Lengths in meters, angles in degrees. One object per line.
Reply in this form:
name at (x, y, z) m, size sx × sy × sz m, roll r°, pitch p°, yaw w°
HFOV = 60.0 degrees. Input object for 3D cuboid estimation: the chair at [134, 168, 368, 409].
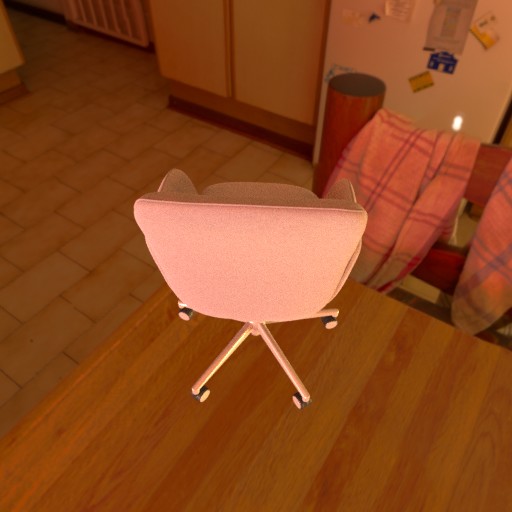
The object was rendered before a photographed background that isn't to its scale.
chair at (0.000, 0.000, 1.416) m, size 0.648 × 0.959 × 0.654 m, roll 3°, pitch 47°, yaw 3°
